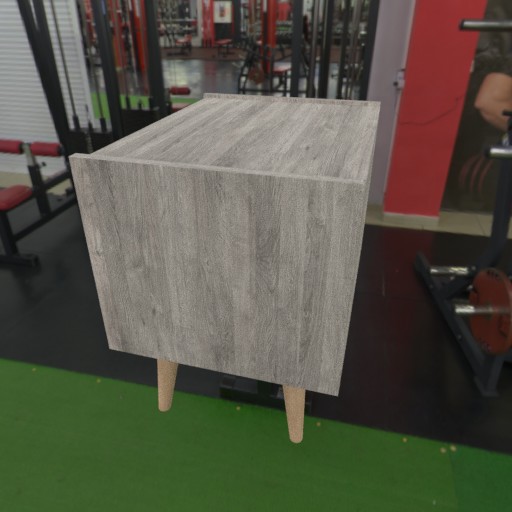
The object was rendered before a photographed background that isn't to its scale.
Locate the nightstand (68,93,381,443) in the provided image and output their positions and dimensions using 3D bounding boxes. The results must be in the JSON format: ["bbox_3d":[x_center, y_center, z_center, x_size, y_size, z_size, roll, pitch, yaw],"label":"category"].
[{"bbox_3d":[0.000,0.000,0.848,0.380,0.500,0.480,8,31,14],"label":"nightstand"}]
